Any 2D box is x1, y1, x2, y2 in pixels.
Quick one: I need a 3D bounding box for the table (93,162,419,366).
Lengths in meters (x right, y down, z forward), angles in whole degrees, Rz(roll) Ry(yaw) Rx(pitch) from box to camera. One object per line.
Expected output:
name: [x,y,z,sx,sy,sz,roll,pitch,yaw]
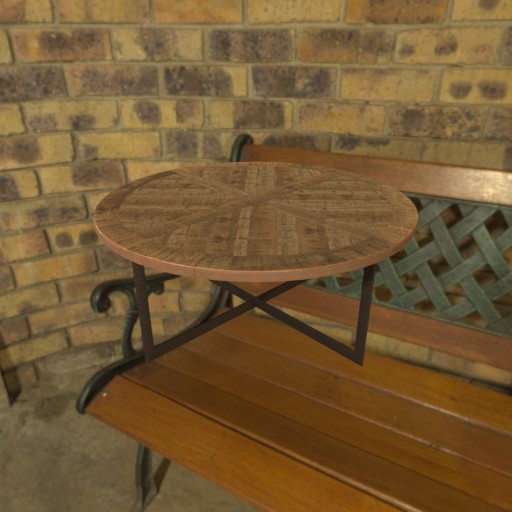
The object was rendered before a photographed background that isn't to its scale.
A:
table: [0.000,0.000,1.925,1.264,0.516,1.264,0,26,0]
